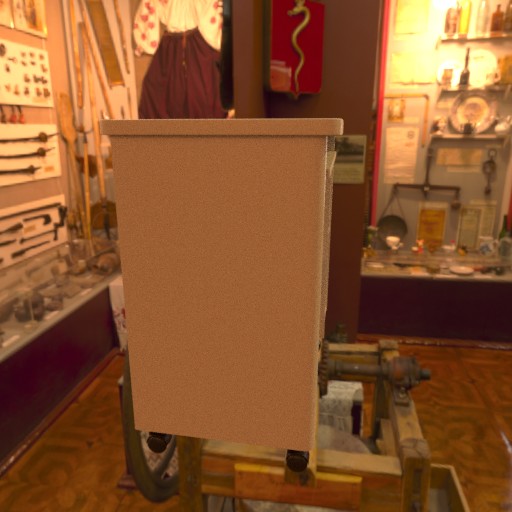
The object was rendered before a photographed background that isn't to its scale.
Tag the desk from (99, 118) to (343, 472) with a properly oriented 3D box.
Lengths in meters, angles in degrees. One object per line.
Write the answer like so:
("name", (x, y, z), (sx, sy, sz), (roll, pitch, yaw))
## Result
("desk", (0.000, 0.000, 1.328), (0.475, 0.763, 0.877), (3, 16, 10))
